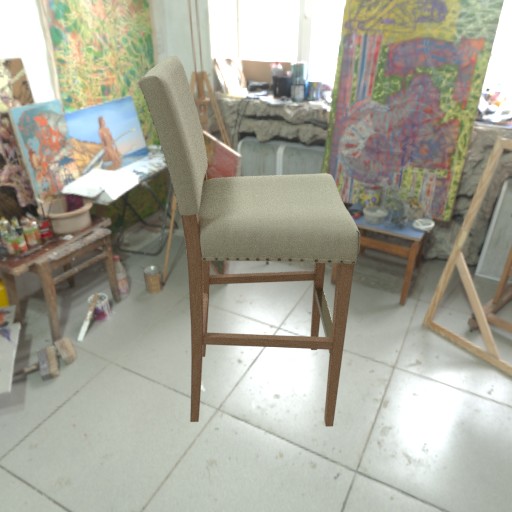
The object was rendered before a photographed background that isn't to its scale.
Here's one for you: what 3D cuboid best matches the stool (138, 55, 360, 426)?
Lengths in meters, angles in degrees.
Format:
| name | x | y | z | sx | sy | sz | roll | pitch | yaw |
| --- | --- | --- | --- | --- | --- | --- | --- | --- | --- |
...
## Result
| name | x | y | z | sx | sy | sz | roll | pitch | yaw |
| --- | --- | --- | --- | --- | --- | --- | --- | --- | --- |
| stool | 0.000 | 0.000 | 1.426 | 0.546 | 1.143 | 0.428 | -1 | 31 | -1 |
